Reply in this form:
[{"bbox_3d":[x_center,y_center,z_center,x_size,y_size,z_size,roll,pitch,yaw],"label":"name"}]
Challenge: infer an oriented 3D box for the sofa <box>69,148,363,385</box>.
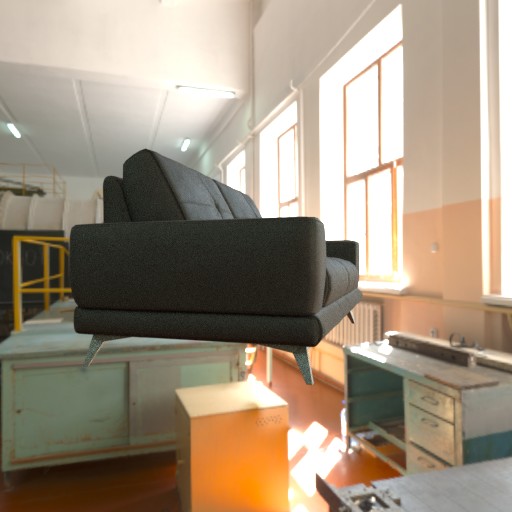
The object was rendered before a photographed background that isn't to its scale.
[{"bbox_3d":[0.000,0.000,2.423,1.018,0.907,1.806,0,-1,18],"label":"sofa"}]
